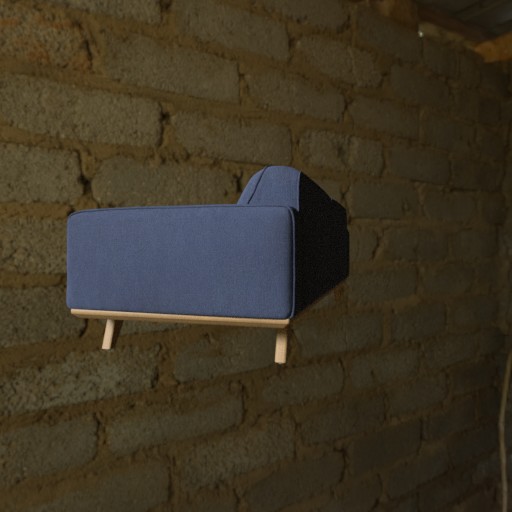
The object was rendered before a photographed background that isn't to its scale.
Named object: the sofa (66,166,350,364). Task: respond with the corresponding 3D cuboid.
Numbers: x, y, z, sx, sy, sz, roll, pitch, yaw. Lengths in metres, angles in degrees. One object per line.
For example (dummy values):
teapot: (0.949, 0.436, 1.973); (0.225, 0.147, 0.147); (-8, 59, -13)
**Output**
sofa: (0.000, 0.000, 2.730); (0.953, 0.782, 2.270); (0, 1, 17)
